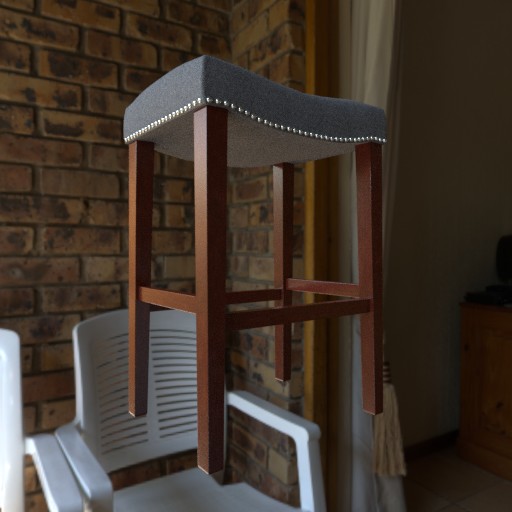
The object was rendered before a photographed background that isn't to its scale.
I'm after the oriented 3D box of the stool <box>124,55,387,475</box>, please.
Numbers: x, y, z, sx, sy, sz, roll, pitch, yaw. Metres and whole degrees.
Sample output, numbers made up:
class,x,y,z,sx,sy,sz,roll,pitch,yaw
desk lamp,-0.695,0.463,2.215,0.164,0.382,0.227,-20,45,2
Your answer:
class,x,y,z,sx,sy,sz,roll,pitch,yaw
stool,0.000,0.000,1.039,0.504,0.742,0.372,-1,1,-37
